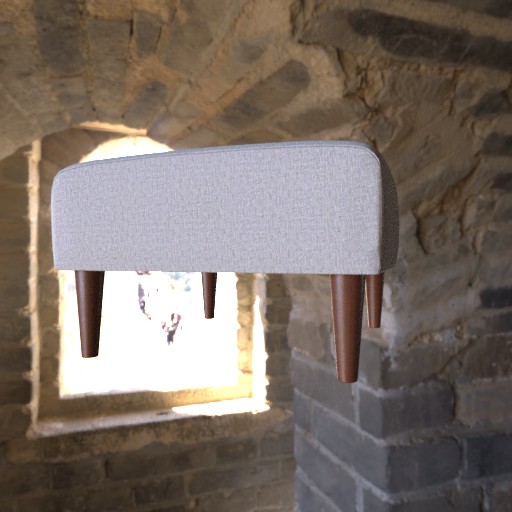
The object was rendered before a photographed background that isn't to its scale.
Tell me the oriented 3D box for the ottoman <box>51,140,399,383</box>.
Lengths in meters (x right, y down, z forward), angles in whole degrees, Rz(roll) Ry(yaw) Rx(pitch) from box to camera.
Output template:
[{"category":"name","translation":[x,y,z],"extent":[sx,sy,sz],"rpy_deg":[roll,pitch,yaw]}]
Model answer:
[{"category":"ottoman","translation":[0.000,0.000,1.057],"extent":[0.648,0.399,0.655],"rpy_deg":[0,0,19]}]
